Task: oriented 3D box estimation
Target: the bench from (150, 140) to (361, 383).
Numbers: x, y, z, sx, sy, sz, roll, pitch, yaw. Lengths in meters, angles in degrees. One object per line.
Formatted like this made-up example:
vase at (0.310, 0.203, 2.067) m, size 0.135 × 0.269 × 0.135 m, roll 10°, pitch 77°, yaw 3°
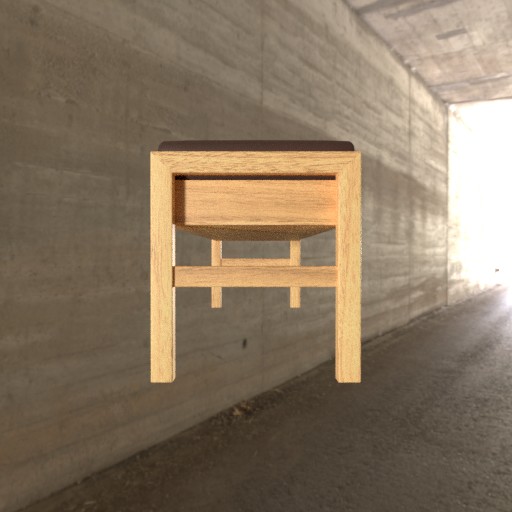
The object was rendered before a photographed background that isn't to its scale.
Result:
bench at (0.000, 0.000, 1.450) m, size 0.405 × 0.480 × 1.200 m, roll 0°, pitch 0°, yaw 0°
